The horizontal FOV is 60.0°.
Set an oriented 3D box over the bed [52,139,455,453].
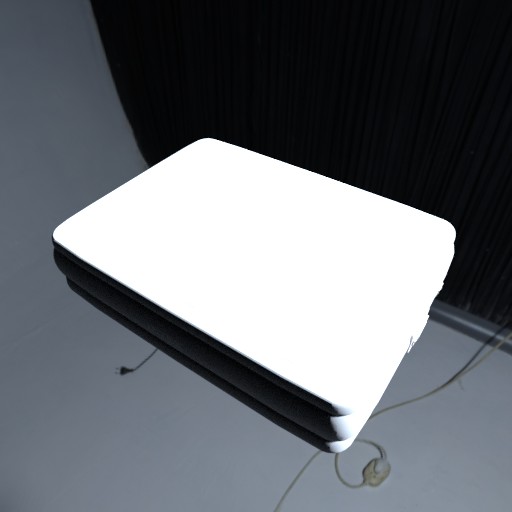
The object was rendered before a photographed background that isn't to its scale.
[{"bbox_3d":[0.000,0.000,2.675,2.036,0.460,1.520,25,48,25],"label":"bed"}]
